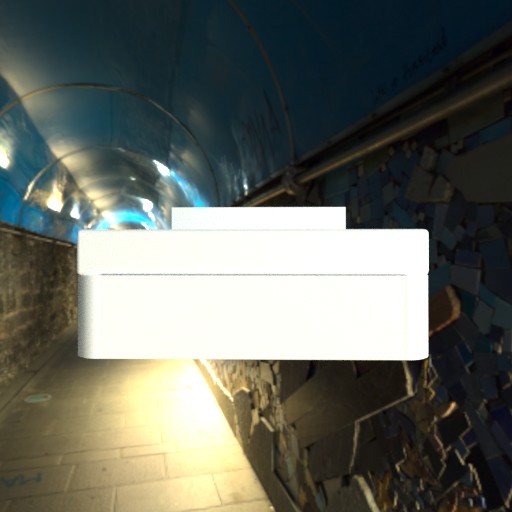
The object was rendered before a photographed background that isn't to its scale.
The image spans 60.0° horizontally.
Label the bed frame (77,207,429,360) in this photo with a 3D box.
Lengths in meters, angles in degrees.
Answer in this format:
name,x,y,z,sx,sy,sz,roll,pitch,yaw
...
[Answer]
name,x,y,z,sx,sy,sz,roll,pitch,yaw
bed frame,0.000,0.000,2.634,1.400,0.800,1.900,0,0,1
